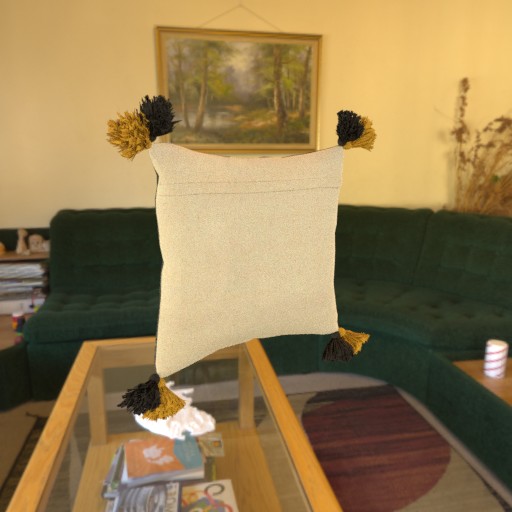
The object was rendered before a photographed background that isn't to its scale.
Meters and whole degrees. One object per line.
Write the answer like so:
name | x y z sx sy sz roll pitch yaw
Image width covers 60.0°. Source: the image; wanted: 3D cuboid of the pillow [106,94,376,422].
pillow | 0.000 0.000 0.995 0.654 0.659 0.139 -7 14 -28
